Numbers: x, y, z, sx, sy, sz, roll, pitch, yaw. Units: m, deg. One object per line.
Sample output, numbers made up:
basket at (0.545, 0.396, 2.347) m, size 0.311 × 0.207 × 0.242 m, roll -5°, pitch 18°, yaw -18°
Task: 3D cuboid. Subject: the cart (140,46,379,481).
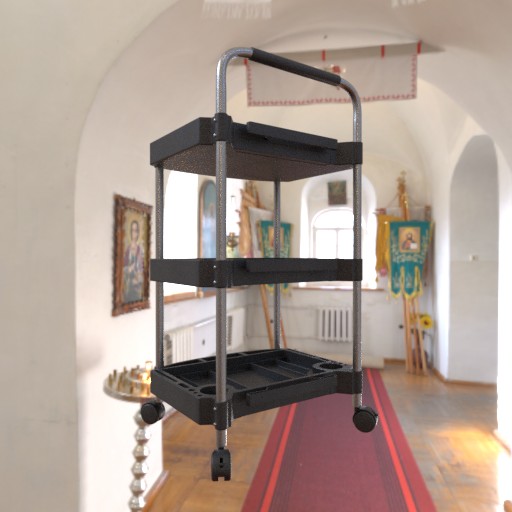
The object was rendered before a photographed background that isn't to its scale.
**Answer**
cart at (0.000, 0.000, 1.394) m, size 0.584 × 1.075 × 0.518 m, roll 0°, pitch 0°, yaw -35°
